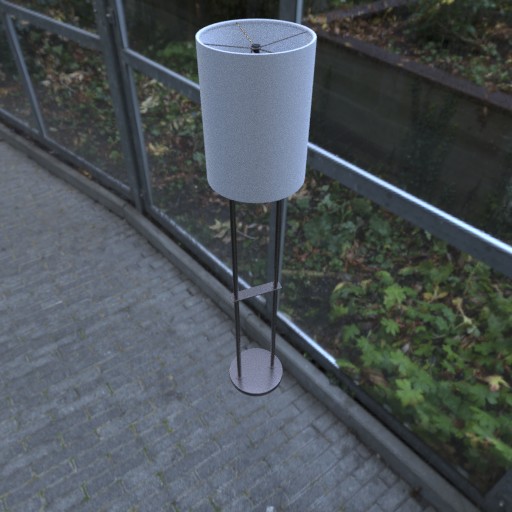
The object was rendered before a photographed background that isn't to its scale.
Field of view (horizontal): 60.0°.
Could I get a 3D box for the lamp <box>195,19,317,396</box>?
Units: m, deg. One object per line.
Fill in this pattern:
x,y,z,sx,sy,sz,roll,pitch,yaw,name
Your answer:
0.000,0.000,1.620,0.306,1.500,0.305,-15,44,-16,lamp
